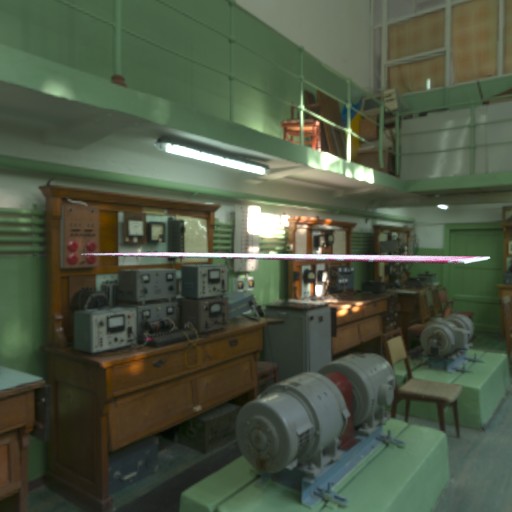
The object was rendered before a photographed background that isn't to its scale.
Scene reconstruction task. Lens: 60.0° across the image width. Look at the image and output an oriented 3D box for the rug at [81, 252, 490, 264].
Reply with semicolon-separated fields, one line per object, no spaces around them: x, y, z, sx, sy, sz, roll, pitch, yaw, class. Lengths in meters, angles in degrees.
0.000;0.000;2.675;2.458;0.011;0.787;1;2;35;rug
